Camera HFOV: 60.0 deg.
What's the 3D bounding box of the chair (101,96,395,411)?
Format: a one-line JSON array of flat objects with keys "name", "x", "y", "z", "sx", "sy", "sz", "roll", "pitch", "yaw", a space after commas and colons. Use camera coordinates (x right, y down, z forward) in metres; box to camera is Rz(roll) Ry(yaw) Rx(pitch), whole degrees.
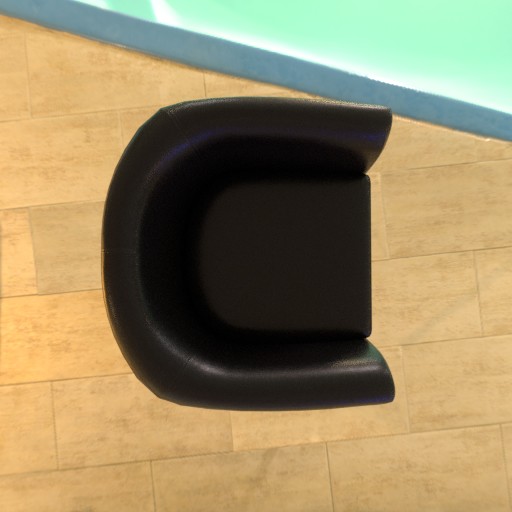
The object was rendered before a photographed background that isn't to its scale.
[{"name": "chair", "x": 0.000, "y": 0.000, "z": 1.382, "sx": 0.727, "sy": 0.756, "sz": 0.793, "roll": 0, "pitch": 88, "yaw": 0}]
